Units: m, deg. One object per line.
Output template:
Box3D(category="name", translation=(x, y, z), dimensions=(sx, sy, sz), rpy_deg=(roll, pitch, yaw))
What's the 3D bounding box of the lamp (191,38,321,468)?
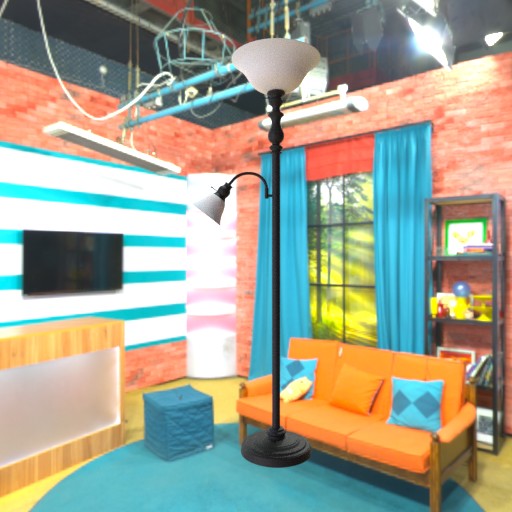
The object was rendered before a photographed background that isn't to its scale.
Box3D(category="lamp", translation=(0.000, 0.000, 2.021), dimensions=(0.588, 1.793, 0.405), rpy_deg=(0, 0, 0))
